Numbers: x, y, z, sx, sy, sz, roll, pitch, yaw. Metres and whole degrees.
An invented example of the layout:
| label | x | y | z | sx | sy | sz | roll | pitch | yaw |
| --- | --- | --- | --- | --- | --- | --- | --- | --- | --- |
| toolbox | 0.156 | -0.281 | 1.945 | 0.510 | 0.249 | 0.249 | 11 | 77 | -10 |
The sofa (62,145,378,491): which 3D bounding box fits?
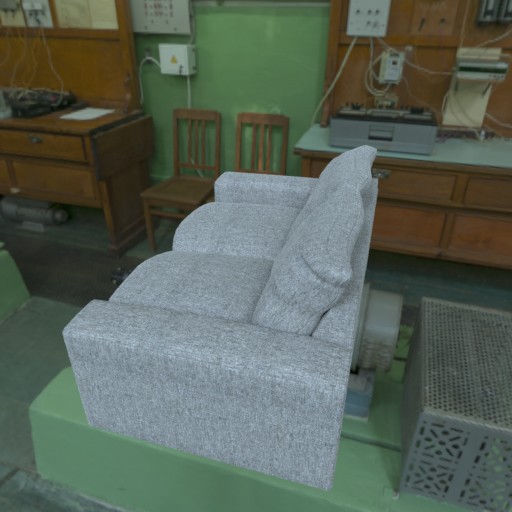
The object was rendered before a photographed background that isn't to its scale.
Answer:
| label | x | y | z | sx | sy | sz | roll | pitch | yaw |
| --- | --- | --- | --- | --- | --- | --- | --- | --- | --- |
| sofa | 0.000 | 0.000 | 2.262 | 1.094 | 0.877 | 1.758 | 9 | 32 | 14 |
